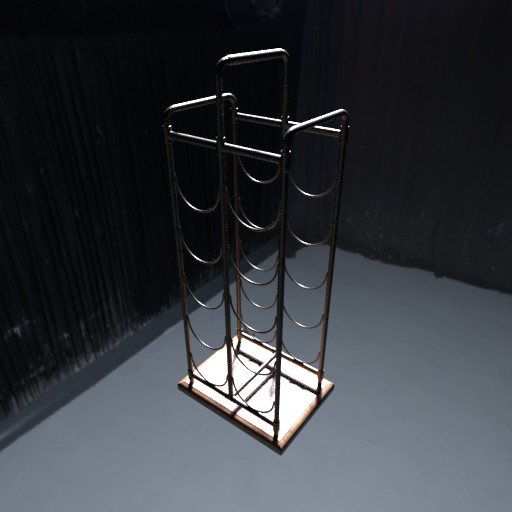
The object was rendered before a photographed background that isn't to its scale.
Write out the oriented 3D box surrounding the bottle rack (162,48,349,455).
[{"bbox_3d":[0.000,0.000,0.809,0.276,0.680,0.208,21,36,32],"label":"bottle rack"}]
